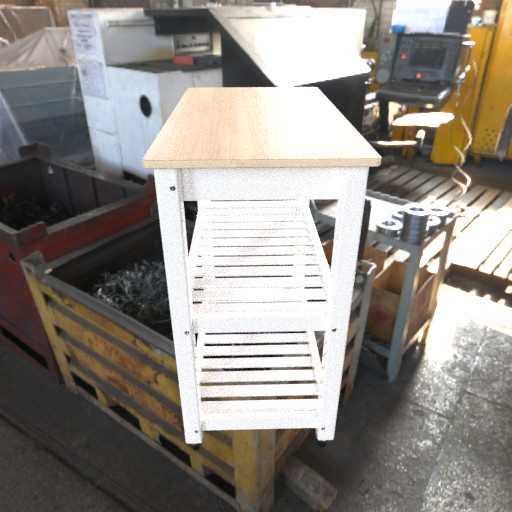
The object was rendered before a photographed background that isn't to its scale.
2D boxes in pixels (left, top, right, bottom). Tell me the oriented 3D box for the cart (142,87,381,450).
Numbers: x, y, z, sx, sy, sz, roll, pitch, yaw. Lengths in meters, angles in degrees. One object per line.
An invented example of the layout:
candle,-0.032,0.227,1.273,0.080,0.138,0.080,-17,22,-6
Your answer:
cart,0.000,0.000,1.454,0.457,0.927,0.899,-1,30,-1
